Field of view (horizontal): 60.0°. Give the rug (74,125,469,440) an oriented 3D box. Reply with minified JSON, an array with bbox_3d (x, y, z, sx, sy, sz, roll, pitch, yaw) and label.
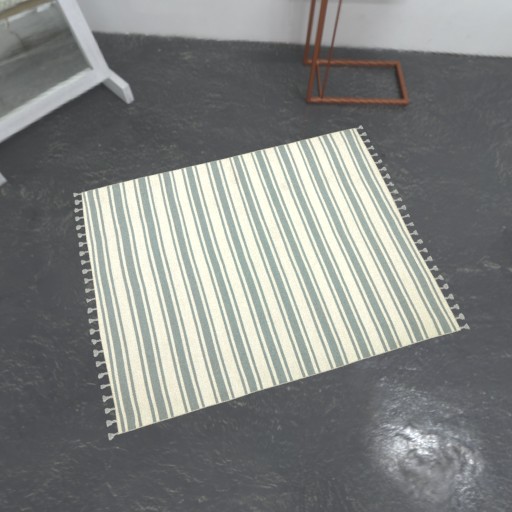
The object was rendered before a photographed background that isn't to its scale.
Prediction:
[{"bbox_3d":[0.000,0.000,4.197,3.201,0.005,2.439,-15,64,-7],"label":"rug"}]
